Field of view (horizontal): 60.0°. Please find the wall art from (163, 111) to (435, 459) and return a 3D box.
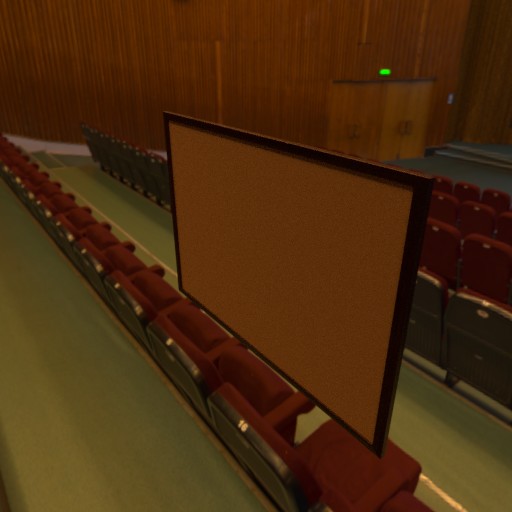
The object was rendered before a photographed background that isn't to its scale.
[{"bbox_3d":[0.000,0.000,1.035,0.014,0.559,0.816,-18,31,-33],"label":"wall art"}]
